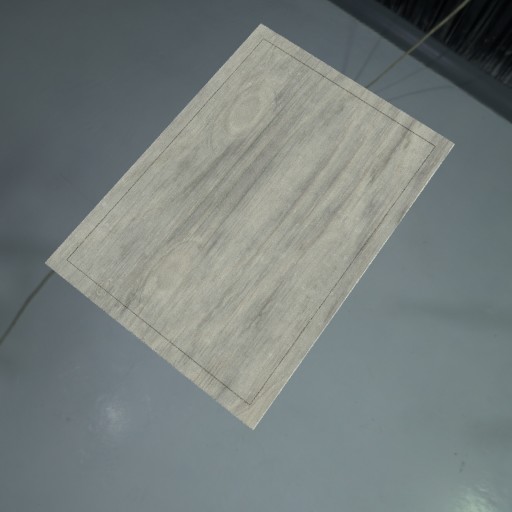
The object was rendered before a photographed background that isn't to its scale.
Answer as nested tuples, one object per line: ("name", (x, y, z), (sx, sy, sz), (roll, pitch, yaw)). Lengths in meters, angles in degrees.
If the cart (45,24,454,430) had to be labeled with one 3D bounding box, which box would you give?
("cart", (0.000, 0.000, 1.444), (0.567, 0.920, 0.797), (36, 78, 9))
